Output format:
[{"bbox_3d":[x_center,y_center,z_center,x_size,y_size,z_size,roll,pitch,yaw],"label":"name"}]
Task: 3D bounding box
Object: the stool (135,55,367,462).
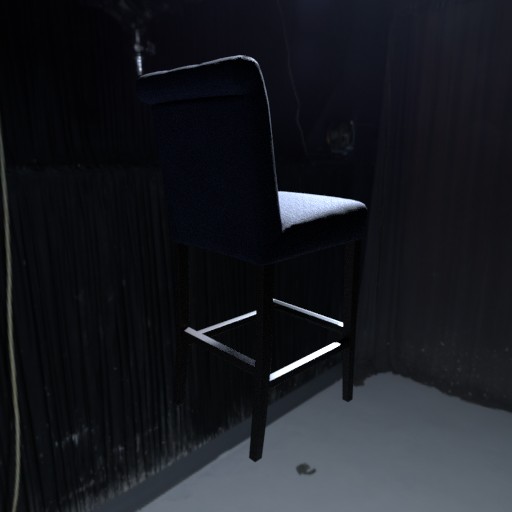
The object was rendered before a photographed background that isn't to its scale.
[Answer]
[{"bbox_3d":[0.000,0.000,1.494,0.601,1.140,0.493,-13,20,-42],"label":"stool"}]
